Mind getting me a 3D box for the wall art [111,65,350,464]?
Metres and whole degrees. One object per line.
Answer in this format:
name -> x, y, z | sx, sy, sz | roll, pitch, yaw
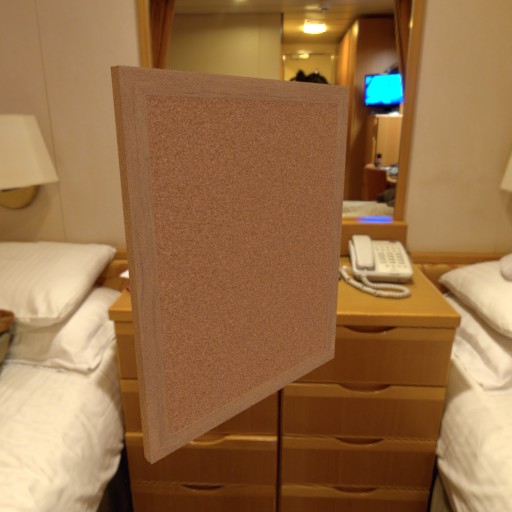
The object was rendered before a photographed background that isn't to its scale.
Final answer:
wall art -> 0.000, 0.000, 0.752 | 0.460, 0.561, 0.020 | -16, 23, -42
